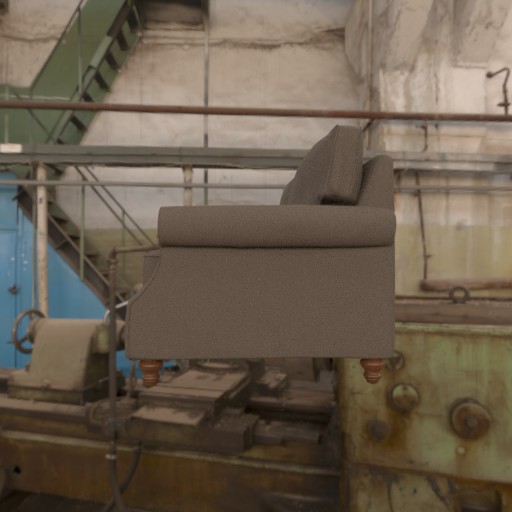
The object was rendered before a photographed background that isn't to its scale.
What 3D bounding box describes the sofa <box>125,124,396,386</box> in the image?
[{"bbox_3d":[0.000,0.000,2.286,0.964,0.937,1.665,0,0,-2],"label":"sofa"}]
